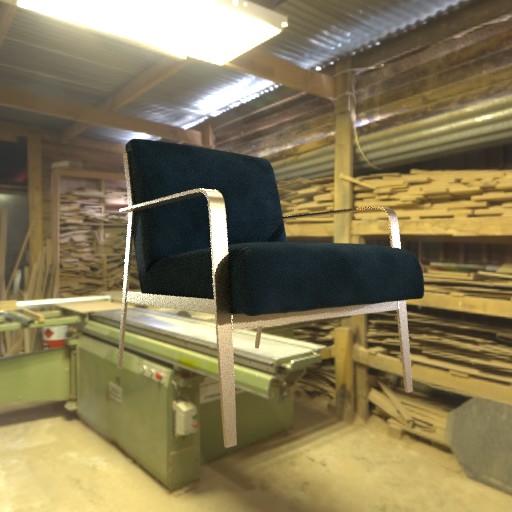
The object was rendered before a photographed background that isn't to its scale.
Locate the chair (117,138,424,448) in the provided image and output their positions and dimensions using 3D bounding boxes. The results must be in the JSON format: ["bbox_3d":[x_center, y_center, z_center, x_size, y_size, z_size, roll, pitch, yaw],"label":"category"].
[{"bbox_3d":[0.000,0.000,1.453,0.692,0.831,0.859,0,0,-36],"label":"chair"}]
